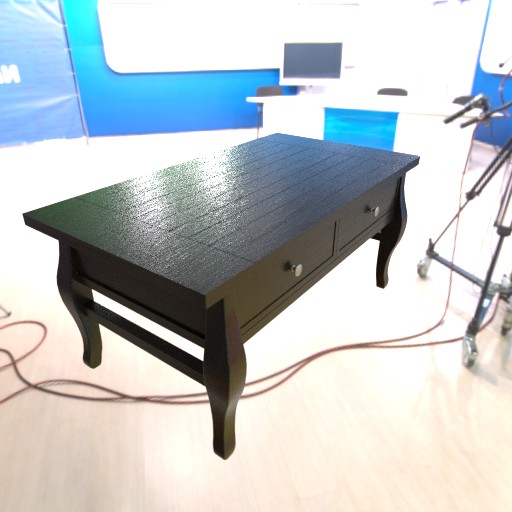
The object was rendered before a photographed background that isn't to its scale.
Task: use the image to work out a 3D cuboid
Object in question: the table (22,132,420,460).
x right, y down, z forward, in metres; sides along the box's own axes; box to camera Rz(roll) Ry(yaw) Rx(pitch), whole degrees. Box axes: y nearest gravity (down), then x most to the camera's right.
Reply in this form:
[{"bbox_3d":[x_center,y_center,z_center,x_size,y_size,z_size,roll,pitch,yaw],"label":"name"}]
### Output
[{"bbox_3d":[0.000,0.000,1.380,0.600,0.494,1.062,19,34,32],"label":"table"}]
